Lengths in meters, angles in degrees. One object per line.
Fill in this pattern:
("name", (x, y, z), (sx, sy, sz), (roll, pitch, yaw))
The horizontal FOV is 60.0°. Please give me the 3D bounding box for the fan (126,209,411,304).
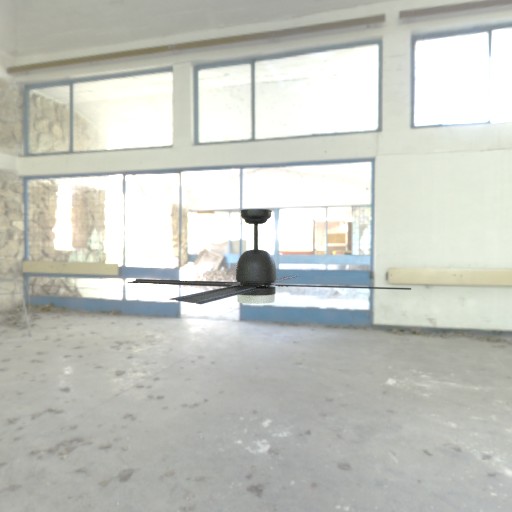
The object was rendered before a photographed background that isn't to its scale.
("fan", (0.000, 0.000, 1.990), (1.319, 0.410, 1.319), (0, 1, 18))
